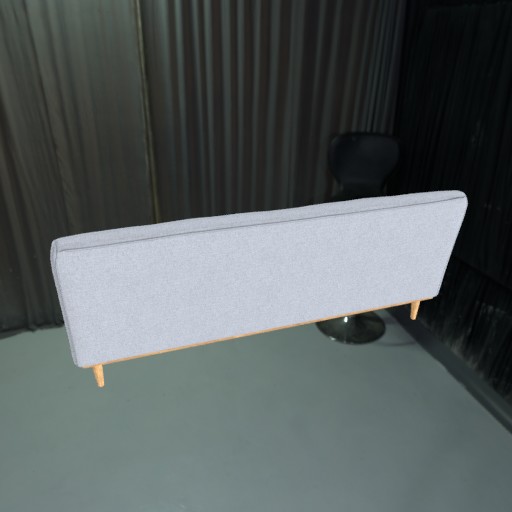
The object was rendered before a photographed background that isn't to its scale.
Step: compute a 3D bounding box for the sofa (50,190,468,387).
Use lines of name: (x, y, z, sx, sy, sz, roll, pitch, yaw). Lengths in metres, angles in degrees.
sofa: (0.000, 0.000, 2.563, 2.057, 0.871, 0.978, -8, 27, -17)
